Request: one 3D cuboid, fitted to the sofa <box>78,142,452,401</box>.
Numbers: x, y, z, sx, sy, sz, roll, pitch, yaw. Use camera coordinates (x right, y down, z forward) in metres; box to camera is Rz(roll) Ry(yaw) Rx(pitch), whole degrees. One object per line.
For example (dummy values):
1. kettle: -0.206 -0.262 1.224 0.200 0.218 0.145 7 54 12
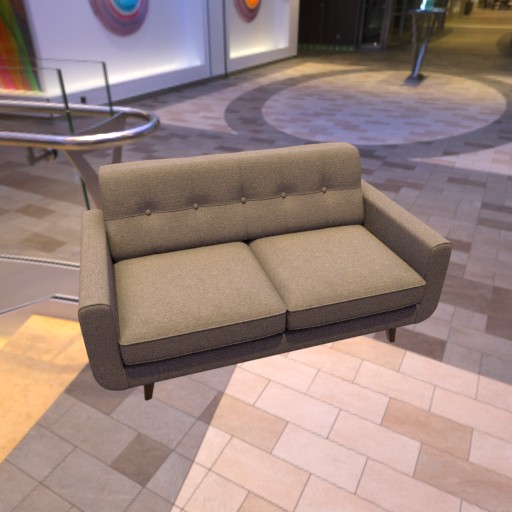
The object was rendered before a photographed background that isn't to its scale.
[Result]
1. sofa: 0.000 0.000 2.231 1.631 0.841 0.909 -9 32 -15
